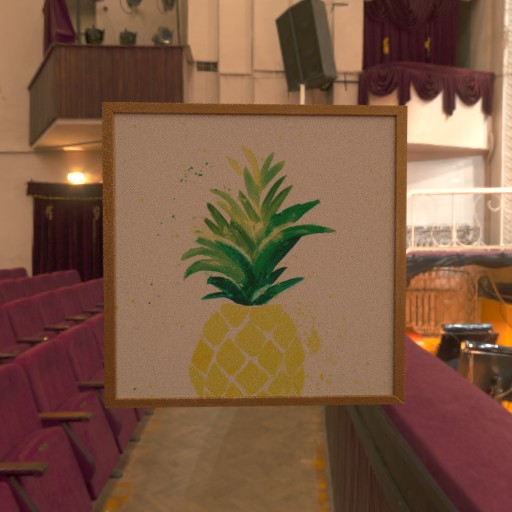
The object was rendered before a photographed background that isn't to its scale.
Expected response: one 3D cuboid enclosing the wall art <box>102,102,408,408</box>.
[{"bbox_3d":[0.000,0.000,0.466,0.306,0.305,0.038,0,2,-2],"label":"wall art"}]
